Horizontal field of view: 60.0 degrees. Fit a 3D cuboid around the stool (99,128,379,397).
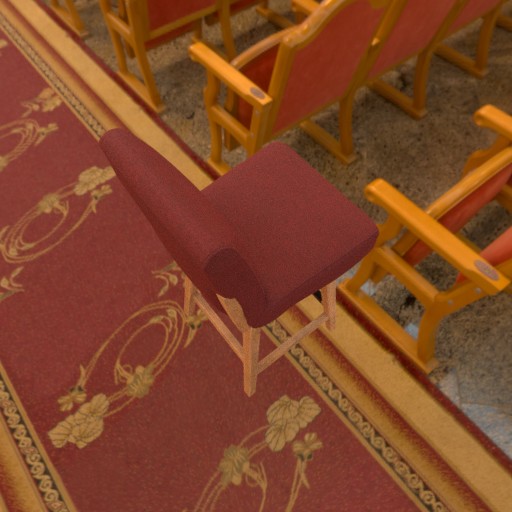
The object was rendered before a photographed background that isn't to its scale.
[{"bbox_3d":[0.000,0.000,1.376,0.562,1.038,0.468,-34,64,-19],"label":"stool"}]
